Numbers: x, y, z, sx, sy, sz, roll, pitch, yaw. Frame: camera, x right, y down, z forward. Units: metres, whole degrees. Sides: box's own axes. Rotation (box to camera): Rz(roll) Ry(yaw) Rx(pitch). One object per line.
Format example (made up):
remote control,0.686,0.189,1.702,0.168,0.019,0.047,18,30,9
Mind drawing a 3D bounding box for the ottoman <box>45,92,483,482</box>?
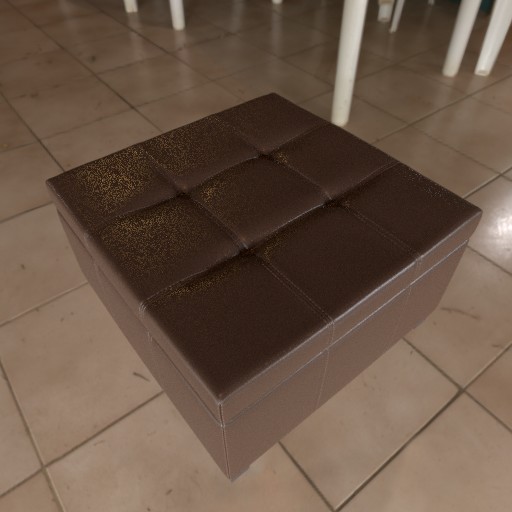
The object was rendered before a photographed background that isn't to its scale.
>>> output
ottoman,0.000,0.000,1.246,0.788,0.460,0.787,-30,53,-26
